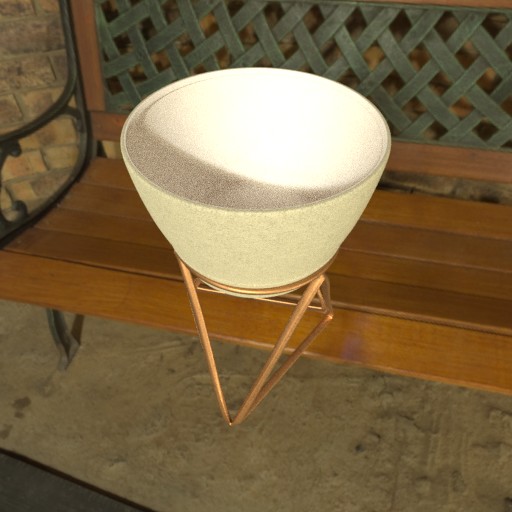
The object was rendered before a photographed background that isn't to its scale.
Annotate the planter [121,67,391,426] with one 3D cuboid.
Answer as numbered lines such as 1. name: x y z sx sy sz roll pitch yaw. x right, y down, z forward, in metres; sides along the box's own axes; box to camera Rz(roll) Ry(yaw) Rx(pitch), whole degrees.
1. planter: 0.000 0.000 0.767 0.350 0.504 0.350 -14 49 -13
